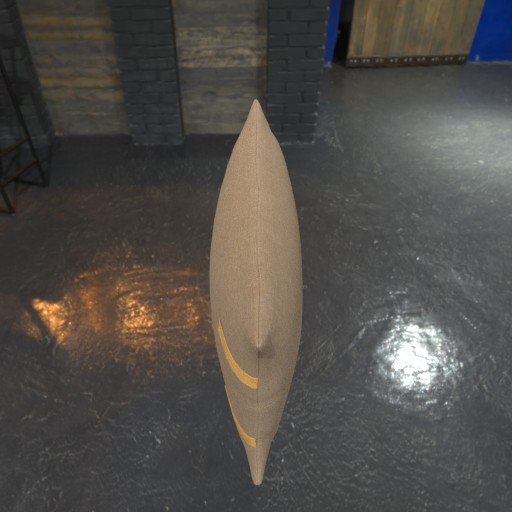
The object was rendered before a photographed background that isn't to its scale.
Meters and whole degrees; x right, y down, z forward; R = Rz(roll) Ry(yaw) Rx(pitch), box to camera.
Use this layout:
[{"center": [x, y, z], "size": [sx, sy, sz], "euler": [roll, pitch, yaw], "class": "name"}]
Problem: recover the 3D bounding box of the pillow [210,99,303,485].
[{"center": [0.000, 0.000, 0.739], "size": [0.148, 0.308, 0.612], "euler": [0, 41, 0], "class": "pillow"}]
